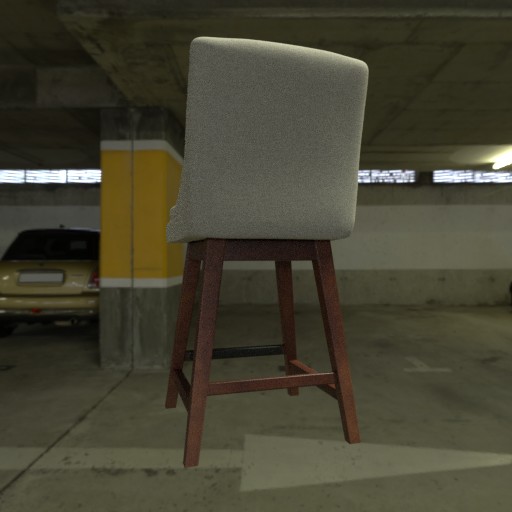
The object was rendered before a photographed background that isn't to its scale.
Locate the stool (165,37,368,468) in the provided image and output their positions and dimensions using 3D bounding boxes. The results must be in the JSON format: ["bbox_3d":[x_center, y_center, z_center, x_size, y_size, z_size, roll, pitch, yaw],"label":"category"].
[{"bbox_3d":[0.000,0.000,1.287,0.469,0.991,0.559,0,0,-17],"label":"stool"}]
